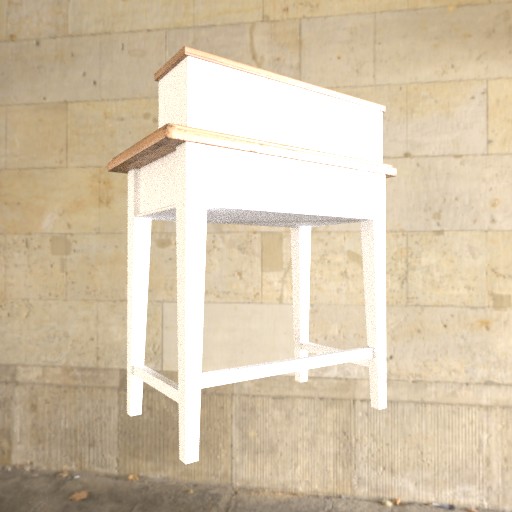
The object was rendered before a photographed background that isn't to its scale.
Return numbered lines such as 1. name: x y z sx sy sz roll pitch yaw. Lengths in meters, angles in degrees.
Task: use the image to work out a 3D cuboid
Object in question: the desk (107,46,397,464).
1. desk: 0.000 0.000 1.427 0.814 0.981 0.462 0 -1 -34
